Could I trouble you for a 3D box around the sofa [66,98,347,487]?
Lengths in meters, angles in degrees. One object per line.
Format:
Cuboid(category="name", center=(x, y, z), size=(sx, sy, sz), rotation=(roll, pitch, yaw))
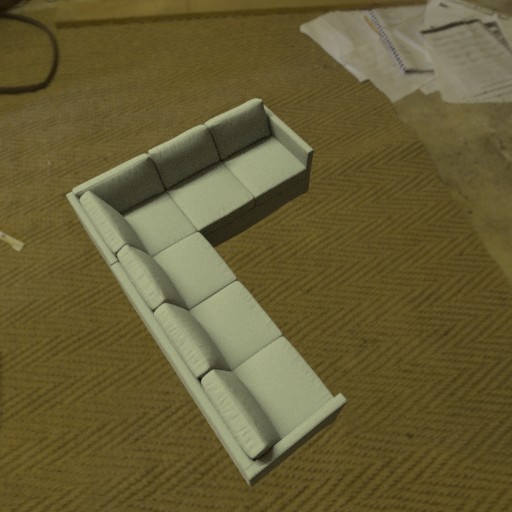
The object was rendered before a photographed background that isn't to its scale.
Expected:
Cuboid(category="sofa", center=(0.000, 0.000, 4.339), size=(2.432, 0.871, 3.182), rotation=(-32, 64, -18))
